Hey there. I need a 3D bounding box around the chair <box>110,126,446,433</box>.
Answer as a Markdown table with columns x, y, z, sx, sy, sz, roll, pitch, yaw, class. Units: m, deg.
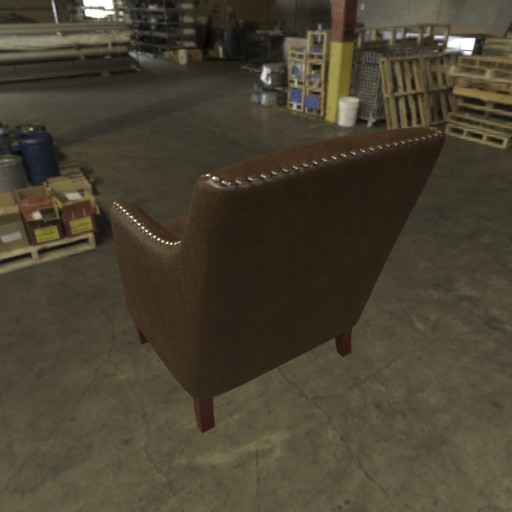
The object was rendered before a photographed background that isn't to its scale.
| x | y | z | sx | sy | sz | roll | pitch | yaw | class |
| --- | --- | --- | --- | --- | --- | --- | --- | --- | --- |
| 0.000 | 0.000 | 1.305 | 0.639 | 0.813 | 0.704 | -19 | 35 | -30 | chair |
